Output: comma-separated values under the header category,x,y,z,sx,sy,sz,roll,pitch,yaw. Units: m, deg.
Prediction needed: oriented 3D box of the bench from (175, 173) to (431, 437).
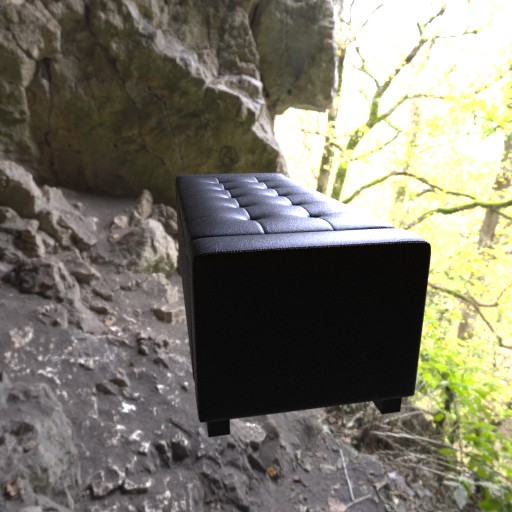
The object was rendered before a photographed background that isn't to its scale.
category,x,y,z,sx,sy,sz,roll,pitch,yaw
bench,0.000,0.000,1.540,0.508,0.445,1.296,-3,17,-11
